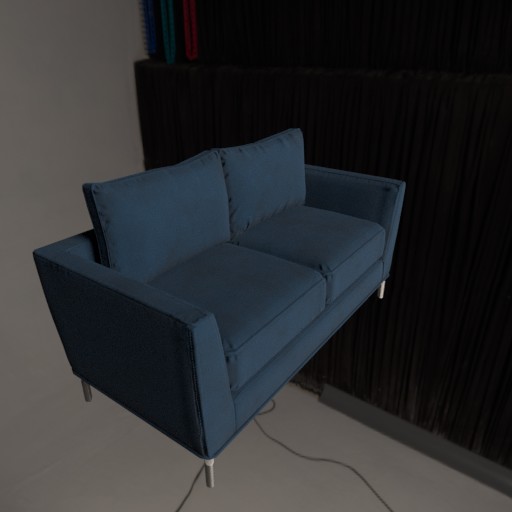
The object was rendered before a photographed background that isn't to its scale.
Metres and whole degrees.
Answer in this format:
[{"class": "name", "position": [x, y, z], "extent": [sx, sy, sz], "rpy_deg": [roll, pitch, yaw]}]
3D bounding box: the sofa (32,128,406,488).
[{"class": "sofa", "position": [0.000, 0.000, 2.210], "extent": [0.853, 1.002, 1.770], "rpy_deg": [17, 31, 32]}]
